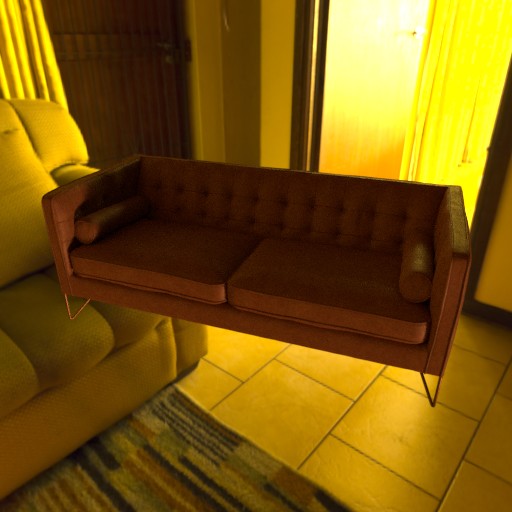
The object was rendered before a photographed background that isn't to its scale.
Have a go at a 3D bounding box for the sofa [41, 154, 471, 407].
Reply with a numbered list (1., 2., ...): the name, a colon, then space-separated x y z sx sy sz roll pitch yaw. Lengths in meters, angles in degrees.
1. sofa: 0.000 0.000 2.512 2.079 0.798 0.912 9 28 18
